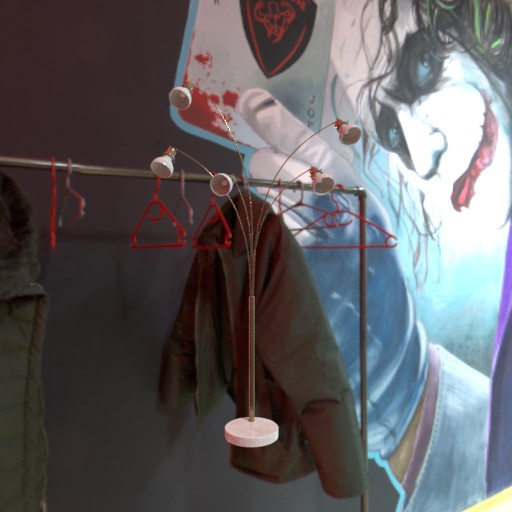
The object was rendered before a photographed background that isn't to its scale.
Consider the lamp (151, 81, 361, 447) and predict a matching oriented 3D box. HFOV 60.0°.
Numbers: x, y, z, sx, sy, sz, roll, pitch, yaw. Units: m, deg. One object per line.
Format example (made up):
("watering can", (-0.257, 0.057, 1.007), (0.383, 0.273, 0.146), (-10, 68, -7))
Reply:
("lamp", (0.000, 0.000, 2.979), (1.405, 2.423, 0.361), (0, 0, 2))
